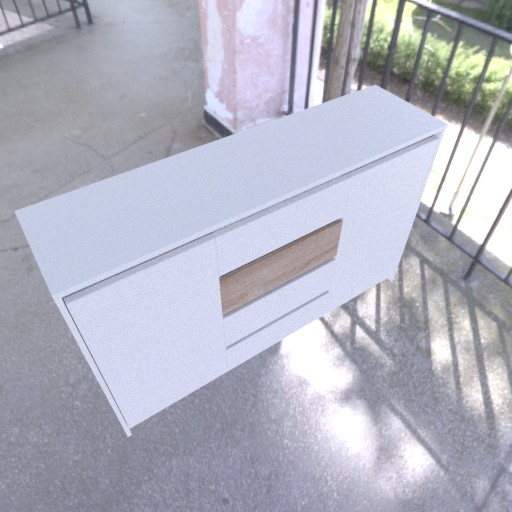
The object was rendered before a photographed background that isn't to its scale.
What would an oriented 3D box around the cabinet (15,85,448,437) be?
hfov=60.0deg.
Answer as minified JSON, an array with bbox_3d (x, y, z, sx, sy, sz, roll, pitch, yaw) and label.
[{"bbox_3d":[0.000,0.000,1.795,1.450,0.900,0.380,-26,52,-22],"label":"cabinet"}]
